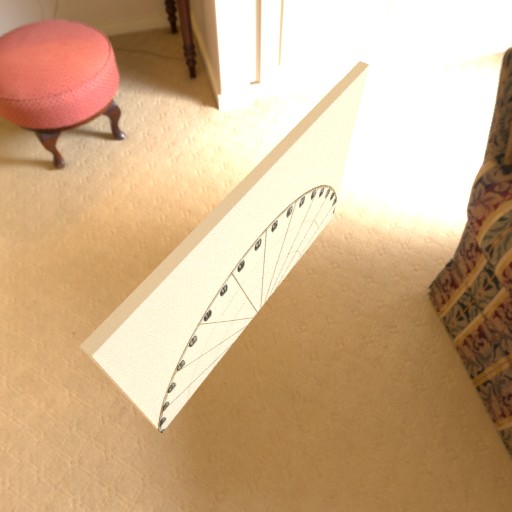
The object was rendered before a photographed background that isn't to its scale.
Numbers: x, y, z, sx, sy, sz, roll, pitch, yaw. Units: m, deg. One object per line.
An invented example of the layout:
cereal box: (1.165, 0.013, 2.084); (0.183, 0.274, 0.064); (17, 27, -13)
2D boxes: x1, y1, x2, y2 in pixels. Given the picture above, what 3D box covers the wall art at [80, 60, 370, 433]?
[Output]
wall art: (0.000, 0.000, 1.440); (0.038, 0.767, 1.144); (32, 63, 18)
